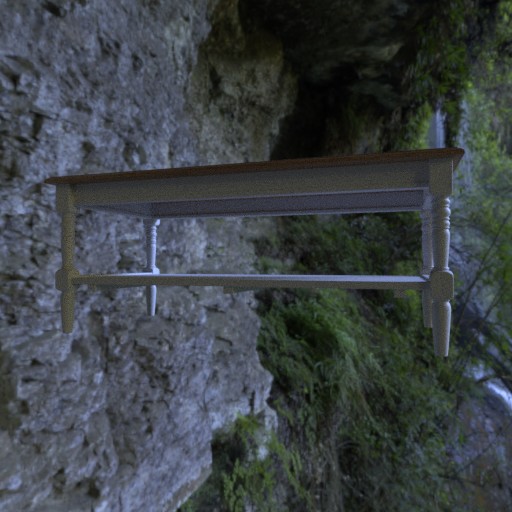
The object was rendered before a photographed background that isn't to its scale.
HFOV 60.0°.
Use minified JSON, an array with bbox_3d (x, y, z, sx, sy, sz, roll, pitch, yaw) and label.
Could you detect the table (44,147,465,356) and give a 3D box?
[{"bbox_3d":[0.000,0.000,1.377,1.118,0.458,0.559,0,-1,18],"label":"table"}]
